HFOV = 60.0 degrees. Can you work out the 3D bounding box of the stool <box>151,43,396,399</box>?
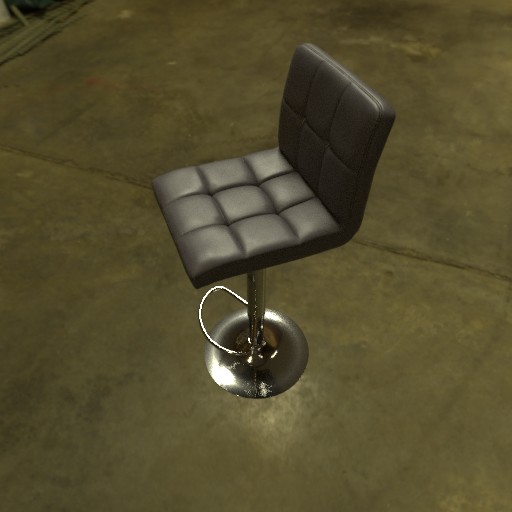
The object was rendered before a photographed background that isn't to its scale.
[{"bbox_3d":[0.000,0.000,1.399,0.505,1.115,0.430,-17,49,-15],"label":"stool"}]
